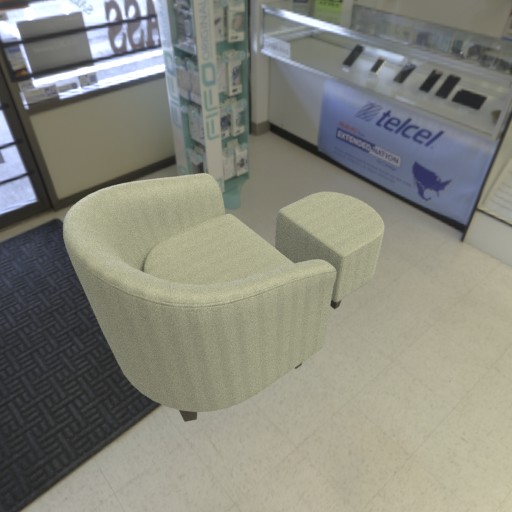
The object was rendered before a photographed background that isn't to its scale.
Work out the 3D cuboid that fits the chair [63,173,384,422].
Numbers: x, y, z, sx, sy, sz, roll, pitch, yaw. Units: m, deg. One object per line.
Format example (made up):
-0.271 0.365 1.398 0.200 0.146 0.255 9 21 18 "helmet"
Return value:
0.000 0.000 1.744 1.288 0.757 0.756 -27 48 -28 "chair"
